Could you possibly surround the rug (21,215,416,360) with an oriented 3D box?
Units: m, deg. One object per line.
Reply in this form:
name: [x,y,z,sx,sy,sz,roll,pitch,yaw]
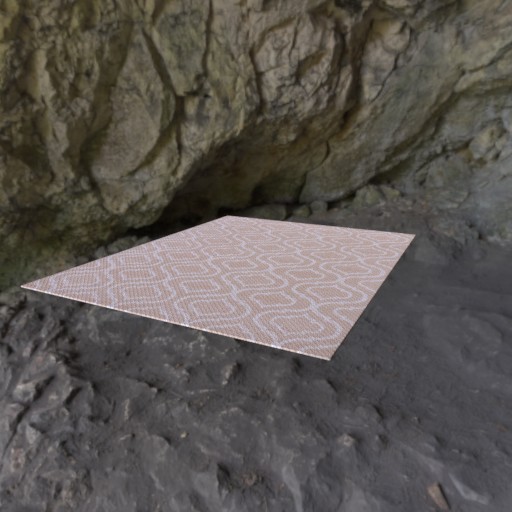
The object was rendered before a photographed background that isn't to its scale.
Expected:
rug: [0.000,0.000,3.893,2.286,0.013,2.894,8,18,26]
